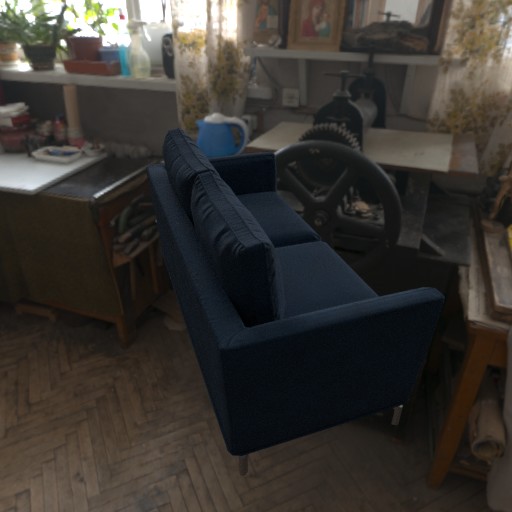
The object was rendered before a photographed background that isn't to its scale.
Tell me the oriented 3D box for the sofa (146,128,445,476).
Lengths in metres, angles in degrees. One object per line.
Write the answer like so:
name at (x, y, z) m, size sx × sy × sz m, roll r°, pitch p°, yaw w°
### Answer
sofa at (0.000, 0.000, 2.318) m, size 0.853 × 1.002 × 1.770 m, roll -10°, pitch 33°, yaw -17°
